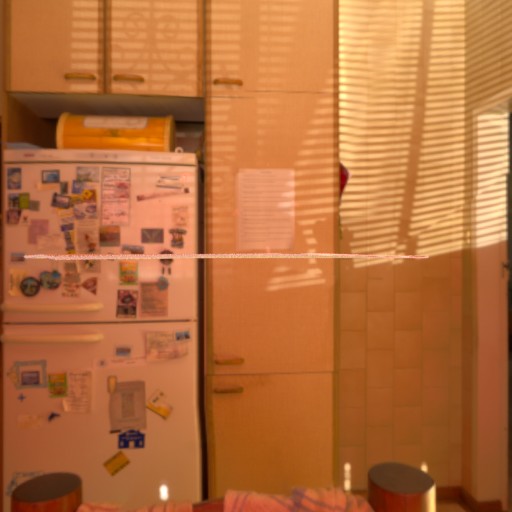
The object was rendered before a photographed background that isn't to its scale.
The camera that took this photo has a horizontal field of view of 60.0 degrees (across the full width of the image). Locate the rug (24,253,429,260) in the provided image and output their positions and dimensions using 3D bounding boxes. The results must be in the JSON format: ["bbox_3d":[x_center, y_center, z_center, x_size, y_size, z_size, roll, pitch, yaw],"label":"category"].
[{"bbox_3d":[0.000,0.000,2.571,2.320,0.032,0.692,0,0,-34],"label":"rug"}]
